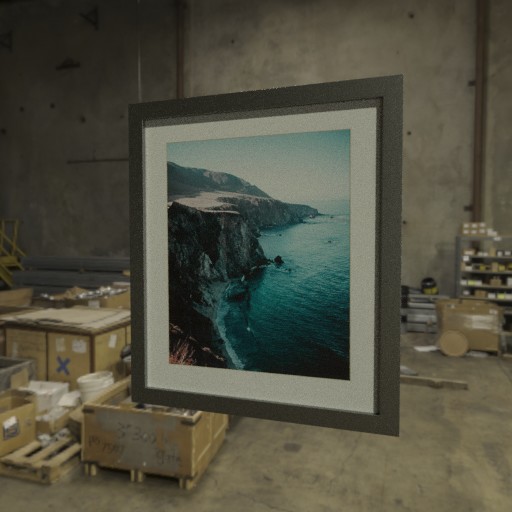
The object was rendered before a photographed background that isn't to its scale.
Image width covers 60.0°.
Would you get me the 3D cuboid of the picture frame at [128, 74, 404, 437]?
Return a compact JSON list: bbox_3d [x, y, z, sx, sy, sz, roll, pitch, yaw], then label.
[{"bbox_3d":[0.000,0.000,1.344,0.839,0.968,0.073,1,2,18],"label":"picture frame"}]
